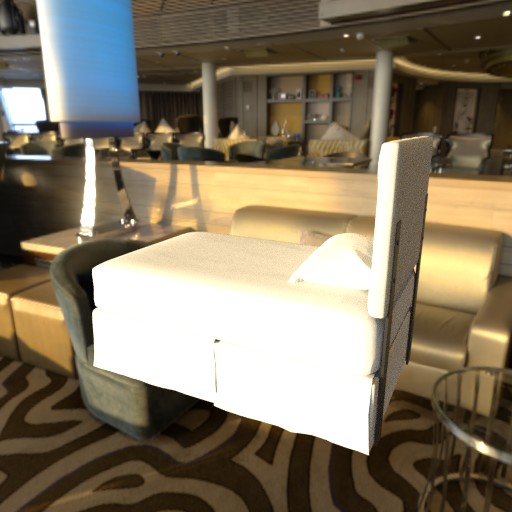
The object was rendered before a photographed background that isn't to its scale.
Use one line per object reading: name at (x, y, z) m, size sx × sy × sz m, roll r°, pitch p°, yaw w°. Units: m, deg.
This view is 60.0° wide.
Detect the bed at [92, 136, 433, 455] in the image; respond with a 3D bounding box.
bed at (0.000, 0.000, 3.002) m, size 1.997 × 1.571 × 1.261 m, roll 8°, pitch 18°, yaw 26°
